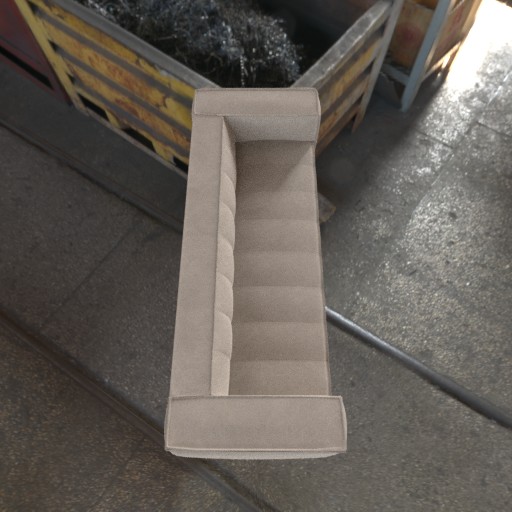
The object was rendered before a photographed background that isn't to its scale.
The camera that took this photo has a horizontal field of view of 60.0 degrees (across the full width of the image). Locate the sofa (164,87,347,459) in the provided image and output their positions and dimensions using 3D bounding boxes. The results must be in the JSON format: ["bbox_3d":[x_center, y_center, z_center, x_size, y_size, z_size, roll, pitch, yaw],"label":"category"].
[{"bbox_3d":[0.000,0.000,3.234,1.038,0.680,2.697,0,64,0],"label":"sofa"}]
